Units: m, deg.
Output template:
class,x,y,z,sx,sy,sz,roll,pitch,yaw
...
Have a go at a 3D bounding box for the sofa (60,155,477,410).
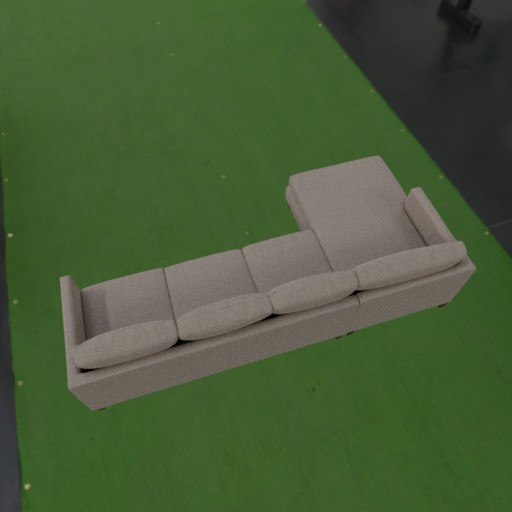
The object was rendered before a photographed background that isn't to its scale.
class,x,y,z,sx,sy,sz,roll,pitch,yaw
sofa,0.000,0.000,3.876,3.186,0.846,1.625,-15,58,-9
